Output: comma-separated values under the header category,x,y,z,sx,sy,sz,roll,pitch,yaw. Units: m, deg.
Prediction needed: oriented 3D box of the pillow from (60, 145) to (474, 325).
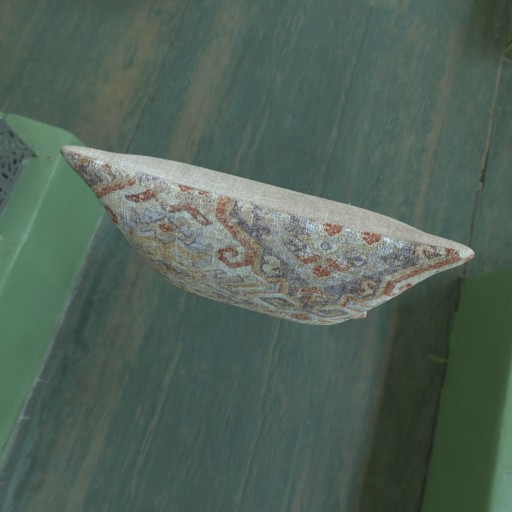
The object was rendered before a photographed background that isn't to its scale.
category,x,y,z,sx,sy,sz,roll,pitch,yaw
pillow,0.000,0.000,0.772,0.523,0.506,0.166,15,76,4
